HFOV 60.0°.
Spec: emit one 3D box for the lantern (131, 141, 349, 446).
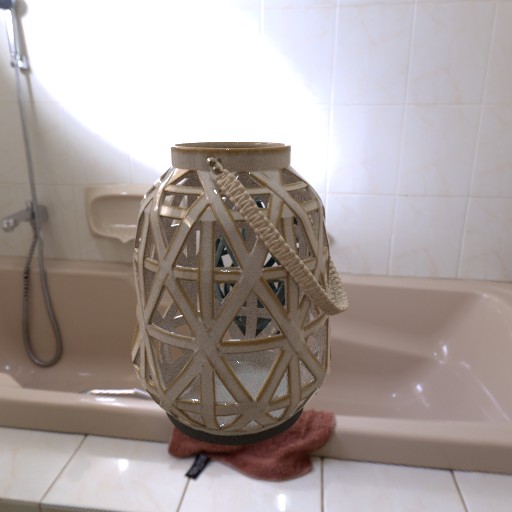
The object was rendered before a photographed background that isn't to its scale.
[{"bbox_3d":[0.000,0.000,0.605,0.245,0.307,0.439,3,18,10],"label":"lantern"}]
